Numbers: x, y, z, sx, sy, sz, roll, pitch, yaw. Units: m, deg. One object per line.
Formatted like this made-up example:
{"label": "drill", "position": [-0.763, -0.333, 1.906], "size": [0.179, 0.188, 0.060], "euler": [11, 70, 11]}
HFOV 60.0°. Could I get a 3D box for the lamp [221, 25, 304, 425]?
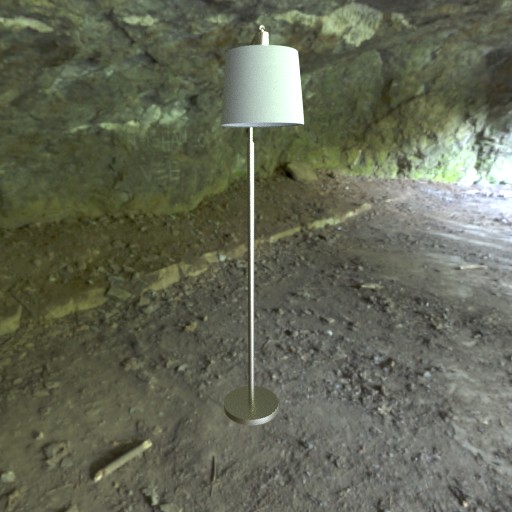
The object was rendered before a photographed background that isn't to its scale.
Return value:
{"label": "lamp", "position": [0.000, 0.000, 1.617], "size": [0.254, 1.478, 0.508], "euler": [-3, 17, -9]}
